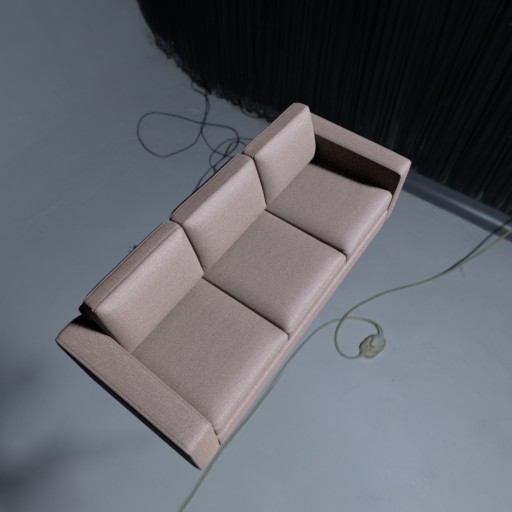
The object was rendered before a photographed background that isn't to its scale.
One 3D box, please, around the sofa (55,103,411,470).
[{"bbox_3d":[0.000,0.000,2.641,0.900,0.806,2.160,32,63,19],"label":"sofa"}]
